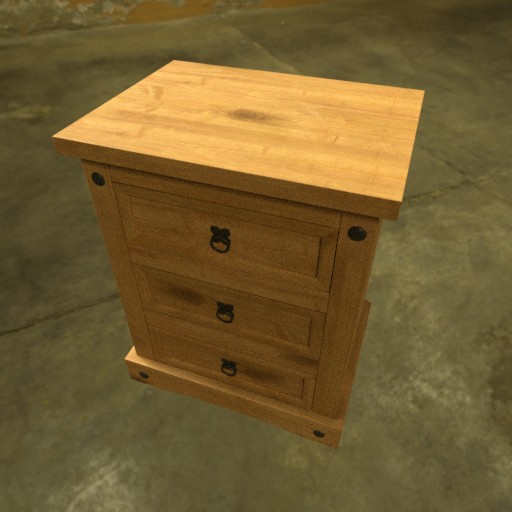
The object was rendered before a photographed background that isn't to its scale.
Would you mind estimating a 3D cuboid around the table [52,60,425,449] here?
[{"bbox_3d":[0.000,0.000,1.211,0.660,0.813,0.500,13,42,15],"label":"table"}]
